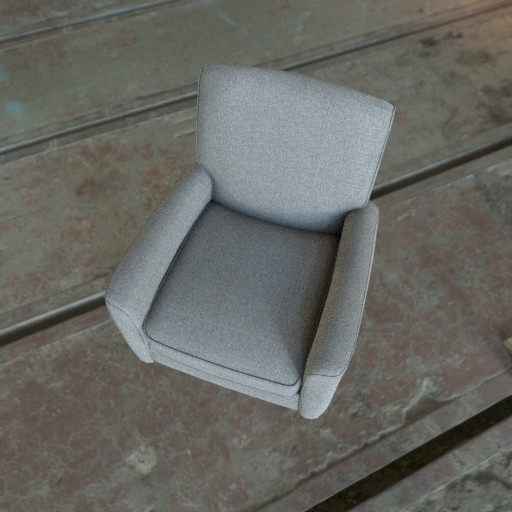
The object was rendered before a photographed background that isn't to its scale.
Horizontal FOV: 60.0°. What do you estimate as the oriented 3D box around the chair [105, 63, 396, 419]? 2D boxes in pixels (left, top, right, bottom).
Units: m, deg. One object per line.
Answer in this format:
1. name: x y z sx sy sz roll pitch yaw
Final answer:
1. chair: 0.000 0.000 1.658 0.848 1.014 0.864 16 58 10
